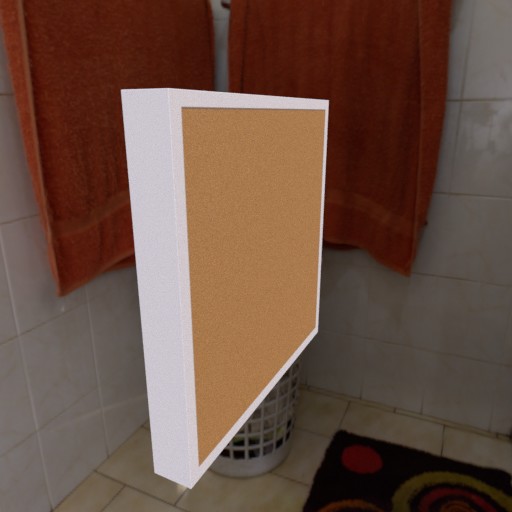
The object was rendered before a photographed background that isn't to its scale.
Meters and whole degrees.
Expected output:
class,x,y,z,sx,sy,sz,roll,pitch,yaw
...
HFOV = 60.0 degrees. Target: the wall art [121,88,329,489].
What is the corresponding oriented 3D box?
class,x,y,z,sx,sy,sz,roll,pitch,yaw
wall art,0.000,0.000,0.450,0.038,0.305,0.305,9,20,26
